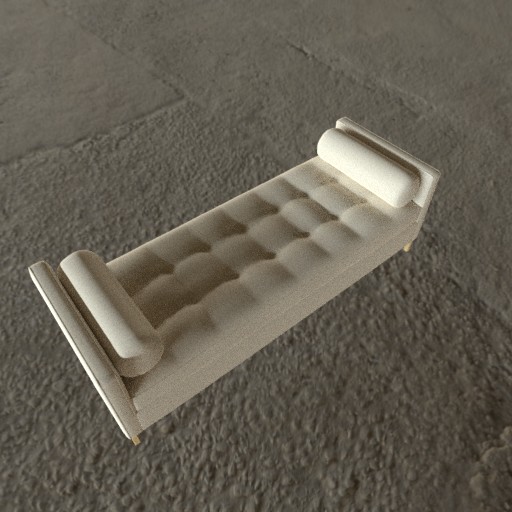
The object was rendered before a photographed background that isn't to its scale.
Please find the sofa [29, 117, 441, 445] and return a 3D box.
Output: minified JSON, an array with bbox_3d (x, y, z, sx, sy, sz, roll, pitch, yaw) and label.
[{"bbox_3d":[0.000,0.000,2.369,1.985,0.641,0.746,-31,55,-25],"label":"sofa"}]
